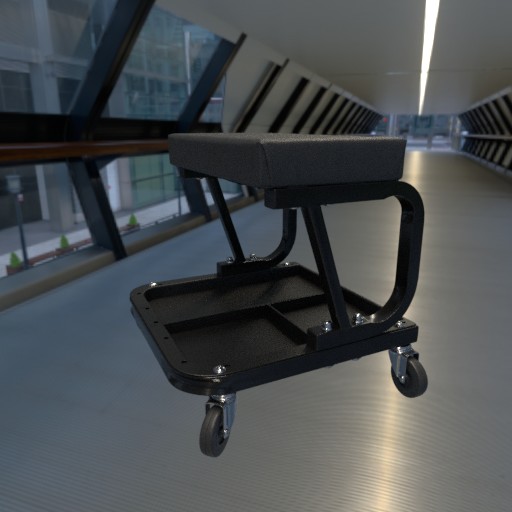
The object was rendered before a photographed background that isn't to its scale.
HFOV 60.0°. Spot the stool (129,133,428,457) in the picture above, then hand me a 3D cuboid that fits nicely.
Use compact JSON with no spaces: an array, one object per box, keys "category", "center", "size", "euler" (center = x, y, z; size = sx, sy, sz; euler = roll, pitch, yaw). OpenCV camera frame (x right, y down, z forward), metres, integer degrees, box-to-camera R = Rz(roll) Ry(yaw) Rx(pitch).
[{"category":"stool","center":[0.000,0.000,0.720],"size":[0.371,0.380,0.446],"euler":[-8,18,-25]}]
